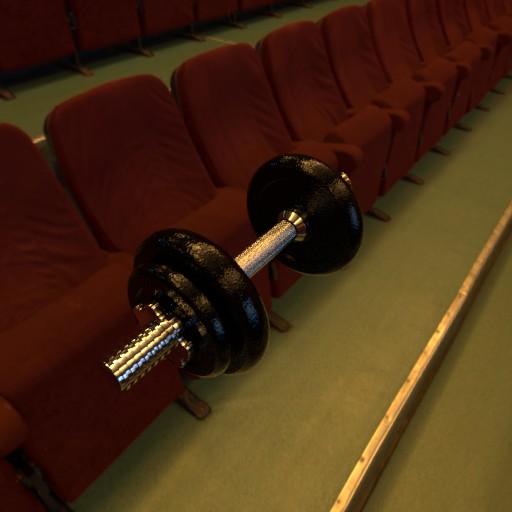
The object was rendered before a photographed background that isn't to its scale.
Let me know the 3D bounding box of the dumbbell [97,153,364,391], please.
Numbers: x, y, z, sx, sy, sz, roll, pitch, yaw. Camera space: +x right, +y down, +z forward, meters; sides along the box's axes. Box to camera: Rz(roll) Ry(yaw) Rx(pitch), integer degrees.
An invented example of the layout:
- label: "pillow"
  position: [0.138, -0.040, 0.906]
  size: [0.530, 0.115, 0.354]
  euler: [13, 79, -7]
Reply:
- label: "dumbbell"
  position: [0.000, 0.000, 0.608]
  size: [0.202, 0.202, 0.497]
  euler: [25, 45, 28]
